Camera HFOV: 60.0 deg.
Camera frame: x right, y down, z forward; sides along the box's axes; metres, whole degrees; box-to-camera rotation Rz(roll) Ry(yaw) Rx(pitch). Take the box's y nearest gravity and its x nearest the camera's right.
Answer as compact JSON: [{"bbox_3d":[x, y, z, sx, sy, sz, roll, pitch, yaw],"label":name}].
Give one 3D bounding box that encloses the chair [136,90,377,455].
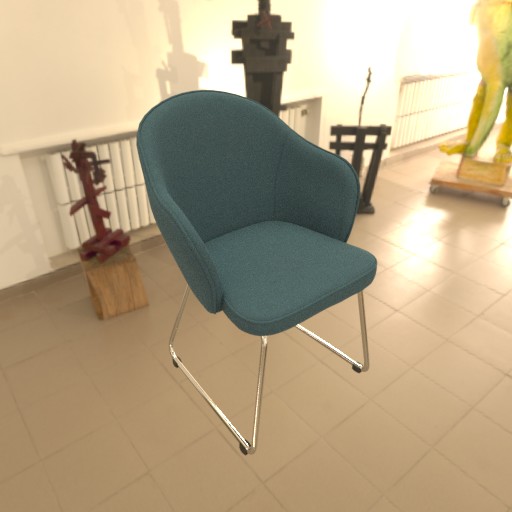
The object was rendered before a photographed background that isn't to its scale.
[{"bbox_3d":[0.000,0.000,1.265,0.570,0.815,0.585,-23,38,-33],"label":"chair"}]
